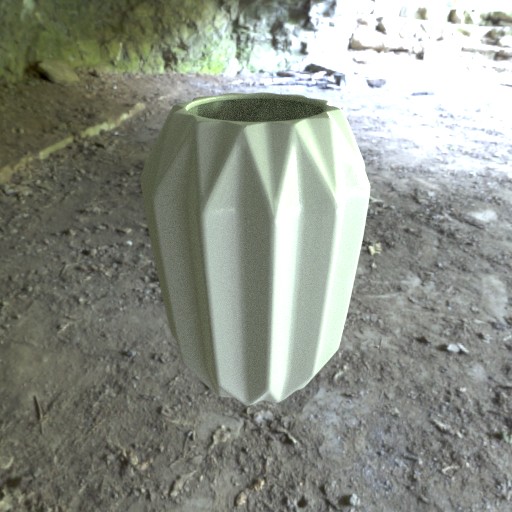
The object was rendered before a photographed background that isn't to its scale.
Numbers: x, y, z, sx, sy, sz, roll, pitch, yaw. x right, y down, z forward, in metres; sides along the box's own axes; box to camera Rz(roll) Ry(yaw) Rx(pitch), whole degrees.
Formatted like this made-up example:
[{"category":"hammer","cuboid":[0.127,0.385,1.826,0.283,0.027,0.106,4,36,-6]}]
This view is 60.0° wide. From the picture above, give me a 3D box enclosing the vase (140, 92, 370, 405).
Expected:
[{"category":"vase","cuboid":[0.000,0.000,0.420,0.195,0.275,0.195,0,29,0]}]
